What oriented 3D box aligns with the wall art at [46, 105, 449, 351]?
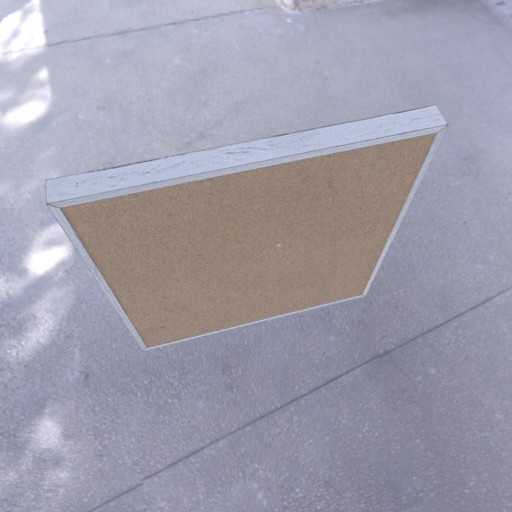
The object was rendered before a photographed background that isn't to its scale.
[{"bbox_3d":[0.000,0.000,0.769,0.508,0.508,0.038,-13,60,-8],"label":"wall art"}]
